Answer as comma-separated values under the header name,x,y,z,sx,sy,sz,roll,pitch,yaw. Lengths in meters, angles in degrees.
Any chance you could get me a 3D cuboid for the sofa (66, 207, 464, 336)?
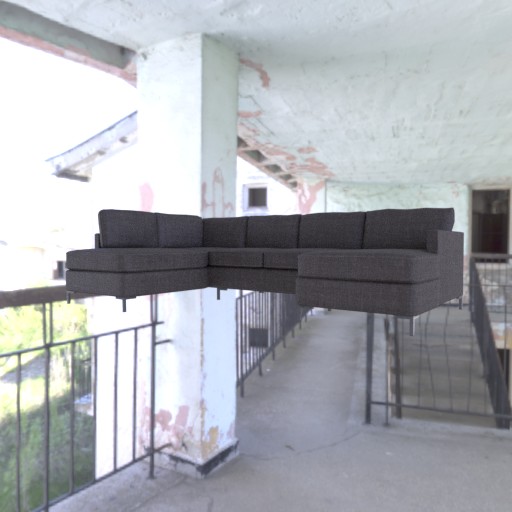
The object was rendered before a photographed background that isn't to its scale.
name,x,y,z,sx,sy,sz,roll,pitch,yaw
sofa,0.000,0.000,4.350,3.423,0.999,2.048,1,2,37
